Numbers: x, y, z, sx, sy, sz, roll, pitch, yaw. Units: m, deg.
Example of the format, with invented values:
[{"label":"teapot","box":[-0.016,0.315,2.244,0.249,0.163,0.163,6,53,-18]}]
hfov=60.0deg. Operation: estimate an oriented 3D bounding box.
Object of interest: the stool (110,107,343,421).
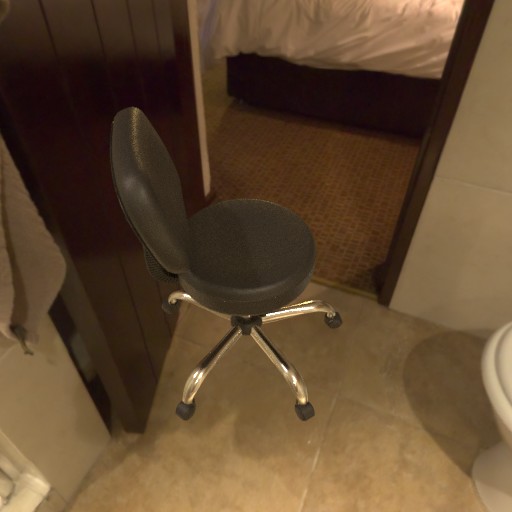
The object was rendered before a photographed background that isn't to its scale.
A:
[{"label":"stool","box":[0.000,0.000,1.292,0.648,0.862,0.673,-10,46,-10]}]
